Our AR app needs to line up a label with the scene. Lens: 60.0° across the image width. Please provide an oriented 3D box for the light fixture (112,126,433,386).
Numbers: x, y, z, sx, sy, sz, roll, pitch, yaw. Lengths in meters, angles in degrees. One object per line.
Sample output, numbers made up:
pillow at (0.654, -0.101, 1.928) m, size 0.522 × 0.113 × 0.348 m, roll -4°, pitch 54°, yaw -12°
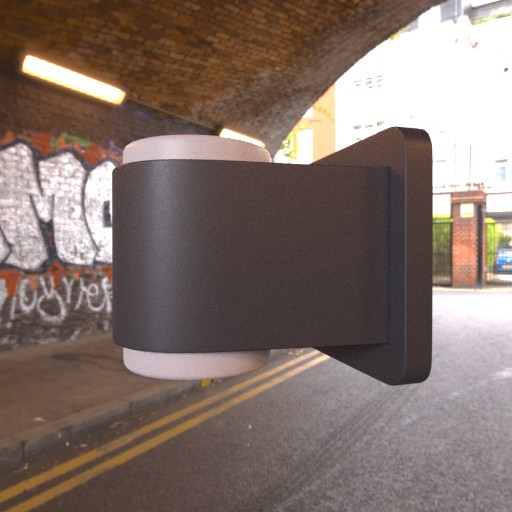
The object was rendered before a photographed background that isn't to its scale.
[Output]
light fixture at (0.000, 0.000, 0.213) m, size 0.132 × 0.109 × 0.109 m, roll 0°, pitch 1°, yaw -17°
